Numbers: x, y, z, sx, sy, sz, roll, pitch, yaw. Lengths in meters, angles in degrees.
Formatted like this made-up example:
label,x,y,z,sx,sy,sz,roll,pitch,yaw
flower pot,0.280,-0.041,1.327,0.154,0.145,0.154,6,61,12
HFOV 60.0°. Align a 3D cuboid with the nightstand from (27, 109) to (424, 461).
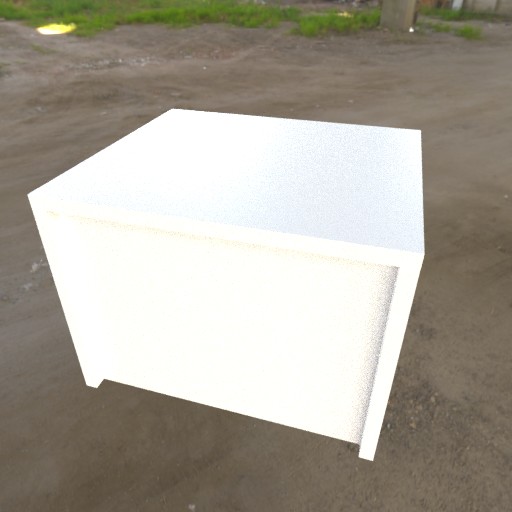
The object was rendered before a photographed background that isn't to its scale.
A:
label,x,y,z,sx,sy,sz,roll,pitch,yaw
nightstand,0.000,0.000,0.753,0.470,0.351,0.408,9,34,14
